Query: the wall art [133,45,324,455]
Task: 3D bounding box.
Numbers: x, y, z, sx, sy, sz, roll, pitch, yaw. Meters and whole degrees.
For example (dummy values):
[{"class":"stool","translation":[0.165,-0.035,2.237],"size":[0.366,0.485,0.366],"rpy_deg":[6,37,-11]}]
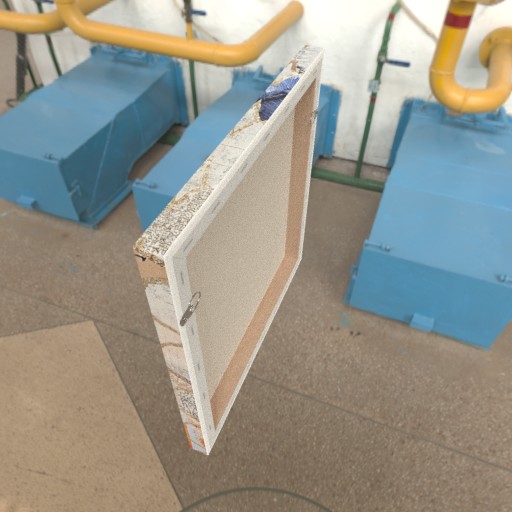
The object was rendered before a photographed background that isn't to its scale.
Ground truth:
[{"class":"wall art","translation":[0.000,0.000,0.749],"size":[0.038,0.508,0.507],"rpy_deg":[17,49,15]}]
